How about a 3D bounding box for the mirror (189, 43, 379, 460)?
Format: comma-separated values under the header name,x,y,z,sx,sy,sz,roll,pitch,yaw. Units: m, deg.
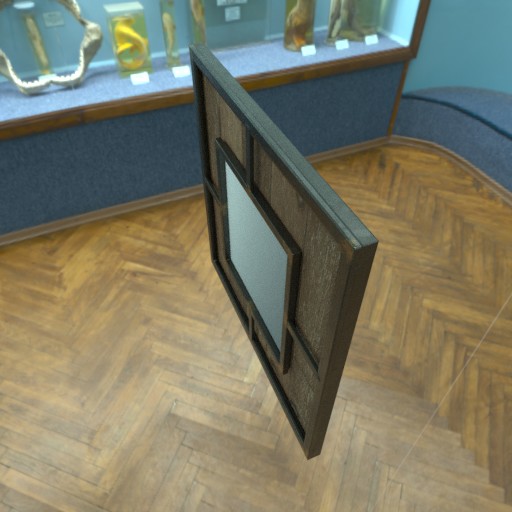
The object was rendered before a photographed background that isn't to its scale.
name,x,y,z,sx,sy,sz,roll,pitch,yaw
mirror,0.000,0.000,0.555,0.020,0.381,0.382,-17,48,-16
